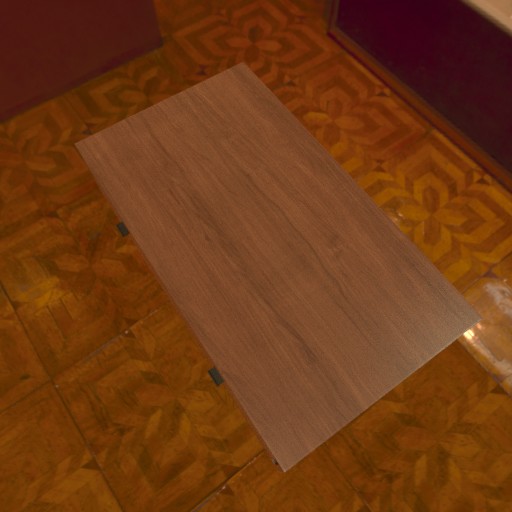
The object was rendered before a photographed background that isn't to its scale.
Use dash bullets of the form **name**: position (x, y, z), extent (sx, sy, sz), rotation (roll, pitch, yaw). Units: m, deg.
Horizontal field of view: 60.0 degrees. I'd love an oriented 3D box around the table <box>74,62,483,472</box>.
- **table**: position (0.000, 0.000, 1.321), extent (0.600, 0.380, 1.020), rotation (-32, 69, -14)
